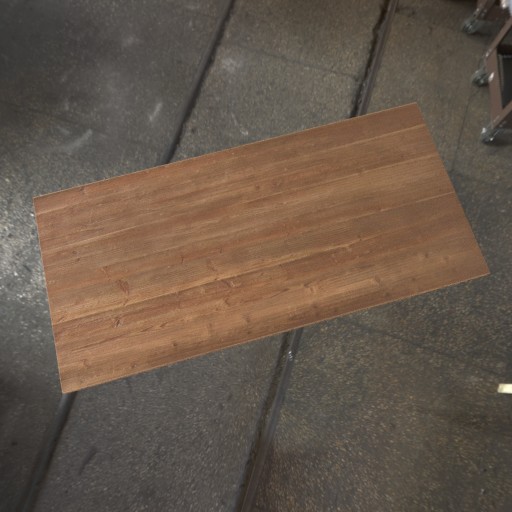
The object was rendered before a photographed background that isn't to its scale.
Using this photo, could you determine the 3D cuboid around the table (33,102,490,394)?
[{"bbox_3d":[0.000,0.000,2.480,2.003,0.760,0.952,-15,75,-4],"label":"table"}]
